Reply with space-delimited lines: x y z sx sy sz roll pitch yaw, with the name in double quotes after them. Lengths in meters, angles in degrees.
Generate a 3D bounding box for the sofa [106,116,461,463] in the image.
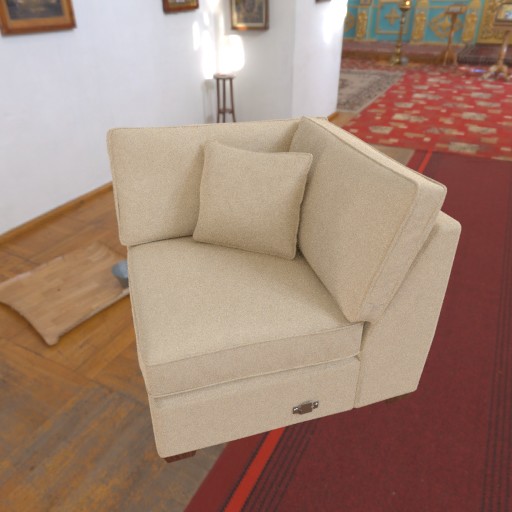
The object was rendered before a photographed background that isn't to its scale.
0.000 0.000 1.888 1.084 1.002 1.146 -9 32 -15 "sofa"
